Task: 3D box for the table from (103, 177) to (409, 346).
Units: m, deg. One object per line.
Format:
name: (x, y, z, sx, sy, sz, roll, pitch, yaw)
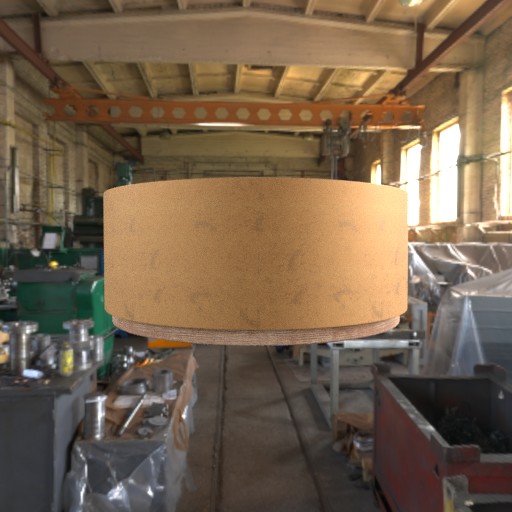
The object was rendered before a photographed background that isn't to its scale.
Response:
table: (0.000, 0.000, 1.544, 1.001, 0.409, 1.001, 0, 2, 0)
